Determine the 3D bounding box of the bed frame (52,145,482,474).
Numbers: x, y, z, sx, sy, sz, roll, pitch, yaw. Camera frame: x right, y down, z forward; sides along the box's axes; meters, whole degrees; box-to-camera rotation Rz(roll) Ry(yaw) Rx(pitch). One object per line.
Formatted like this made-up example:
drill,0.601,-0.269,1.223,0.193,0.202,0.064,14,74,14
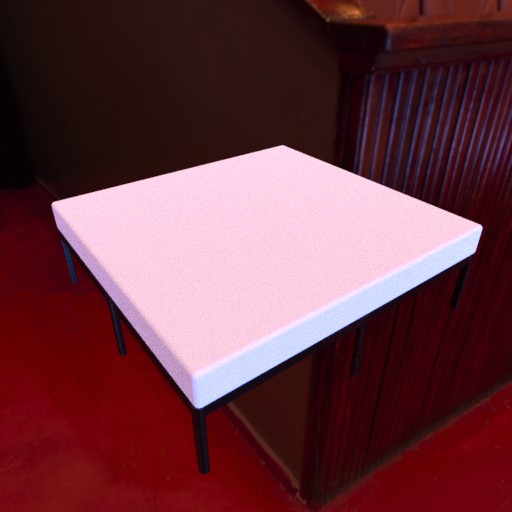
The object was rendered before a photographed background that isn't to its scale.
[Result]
bed frame,0.000,0.000,3.055,2.079,0.659,1.963,-22,38,-30
